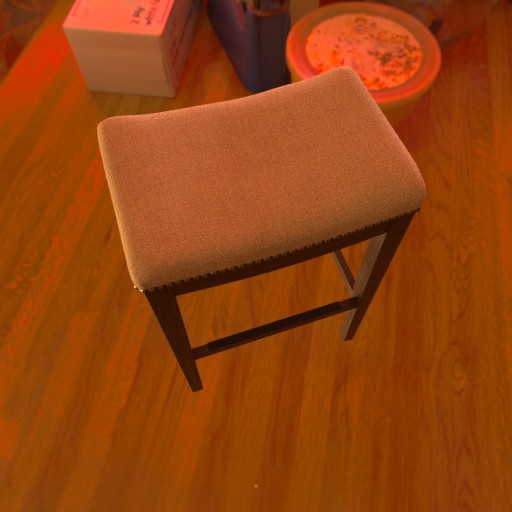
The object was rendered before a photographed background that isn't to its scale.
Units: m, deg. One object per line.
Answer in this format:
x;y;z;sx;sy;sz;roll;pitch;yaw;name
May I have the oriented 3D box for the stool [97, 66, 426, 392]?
0.000;0.000;1.072;0.509;0.768;0.363;-16;64;-8;stool
